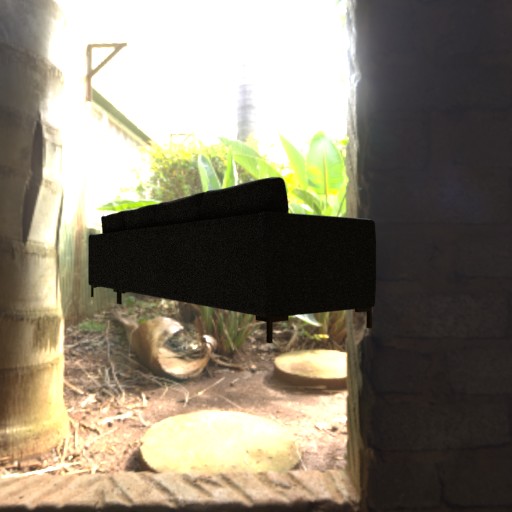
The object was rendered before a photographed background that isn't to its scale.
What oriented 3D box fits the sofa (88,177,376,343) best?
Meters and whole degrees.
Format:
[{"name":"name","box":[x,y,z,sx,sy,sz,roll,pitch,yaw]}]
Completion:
[{"name":"sofa","box":[0.000,0.000,3.808,2.007,0.815,2.949,0,0,-36]}]
